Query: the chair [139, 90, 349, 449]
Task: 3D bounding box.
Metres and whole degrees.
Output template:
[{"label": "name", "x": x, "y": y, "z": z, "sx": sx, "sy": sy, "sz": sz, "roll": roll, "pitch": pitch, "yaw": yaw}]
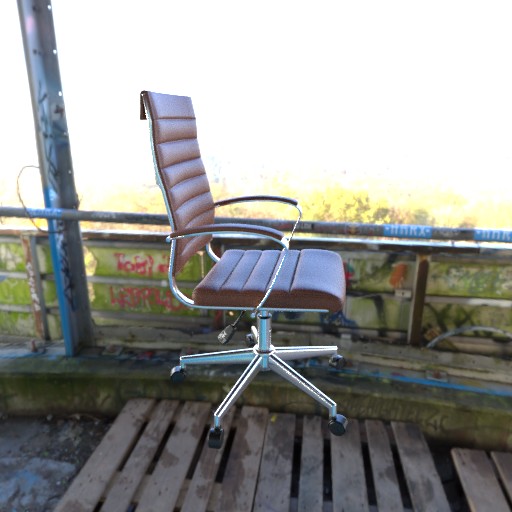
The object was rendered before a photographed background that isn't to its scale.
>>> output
[{"label": "chair", "x": 0.000, "y": 0.000, "z": 1.659, "sx": 0.739, "sy": 1.149, "sz": 0.766, "roll": 3, "pitch": 18, "yaw": 9}]
